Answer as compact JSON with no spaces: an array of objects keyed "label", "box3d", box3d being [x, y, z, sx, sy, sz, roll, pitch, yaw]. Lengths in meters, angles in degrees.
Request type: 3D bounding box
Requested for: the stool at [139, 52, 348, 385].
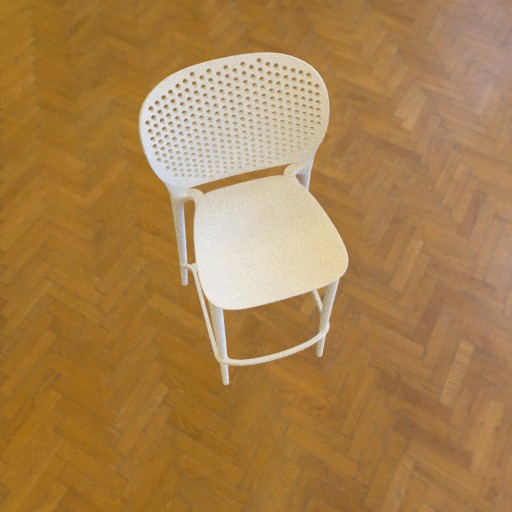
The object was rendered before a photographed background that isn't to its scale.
[{"label":"stool","box3d":[0.000,0.000,1.380,0.536,1.045,0.535,-15,64,-7]}]
